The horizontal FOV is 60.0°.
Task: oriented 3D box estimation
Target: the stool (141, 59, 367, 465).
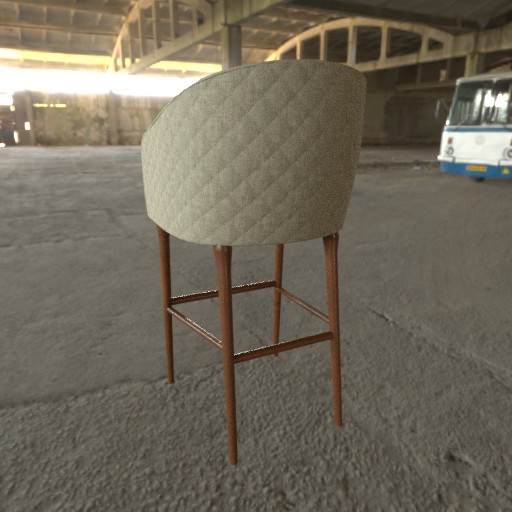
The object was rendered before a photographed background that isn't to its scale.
[{"bbox_3d":[0.000,0.000,1.404,0.559,1.078,0.607,-8,18,-26],"label":"stool"}]
